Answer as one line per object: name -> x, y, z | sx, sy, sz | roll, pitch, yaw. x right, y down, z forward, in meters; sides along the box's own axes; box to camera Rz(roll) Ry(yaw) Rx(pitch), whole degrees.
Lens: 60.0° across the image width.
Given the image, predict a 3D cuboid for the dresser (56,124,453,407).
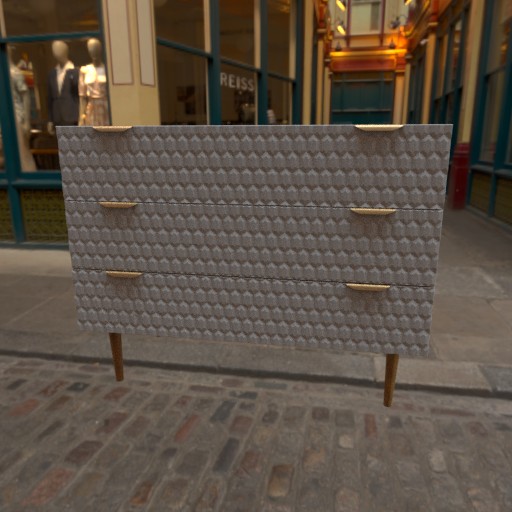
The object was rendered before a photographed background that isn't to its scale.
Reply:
dresser -> 0.000, 0.000, 1.297 | 0.905, 0.721, 0.457 | 2, 15, 9
